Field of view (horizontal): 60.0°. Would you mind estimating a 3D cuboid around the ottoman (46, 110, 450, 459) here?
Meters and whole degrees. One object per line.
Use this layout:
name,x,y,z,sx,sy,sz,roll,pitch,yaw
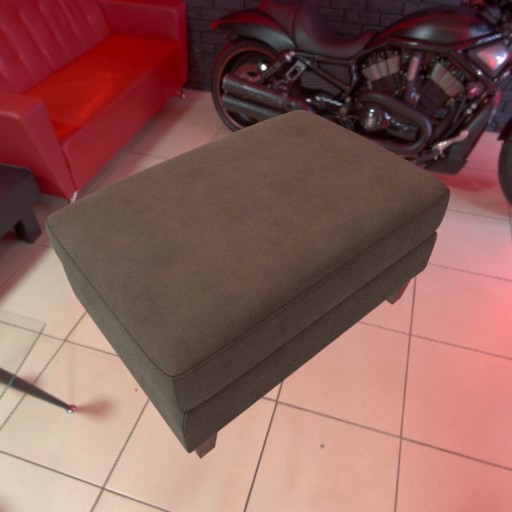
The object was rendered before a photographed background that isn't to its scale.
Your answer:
ottoman,0.000,0.000,1.196,0.864,0.483,0.584,-31,52,-27
